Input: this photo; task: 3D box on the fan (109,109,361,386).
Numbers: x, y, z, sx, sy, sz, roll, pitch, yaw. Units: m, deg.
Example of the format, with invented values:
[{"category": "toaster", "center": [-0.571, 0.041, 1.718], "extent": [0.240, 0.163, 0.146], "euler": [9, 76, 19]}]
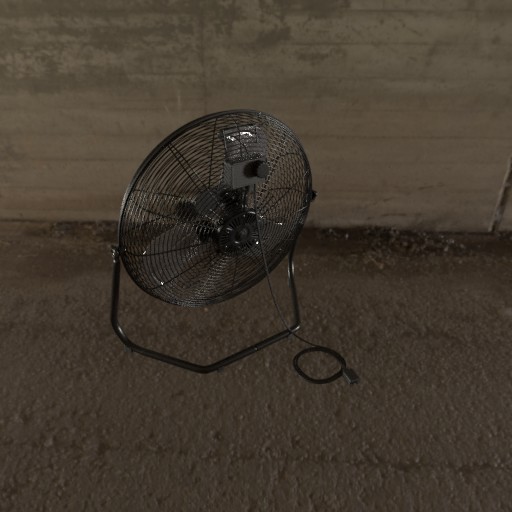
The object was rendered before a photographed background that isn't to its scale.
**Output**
[{"category": "fan", "center": [0.000, 0.000, 1.008], "extent": [0.595, 0.605, 0.470], "euler": [-19, 37, -28]}]
